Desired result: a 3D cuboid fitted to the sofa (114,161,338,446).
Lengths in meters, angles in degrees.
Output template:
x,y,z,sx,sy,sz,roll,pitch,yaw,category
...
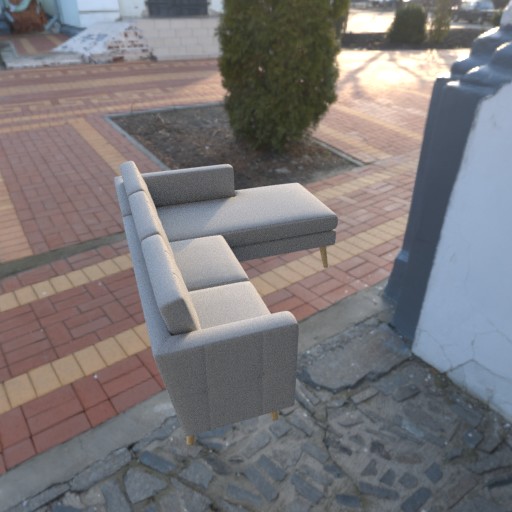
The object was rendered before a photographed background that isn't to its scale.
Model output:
x,y,z,sx,sy,sz,roll,pitch,yaw,category
0.000,0.000,2.830,1.530,0.860,2.040,-10,32,-17,sofa
